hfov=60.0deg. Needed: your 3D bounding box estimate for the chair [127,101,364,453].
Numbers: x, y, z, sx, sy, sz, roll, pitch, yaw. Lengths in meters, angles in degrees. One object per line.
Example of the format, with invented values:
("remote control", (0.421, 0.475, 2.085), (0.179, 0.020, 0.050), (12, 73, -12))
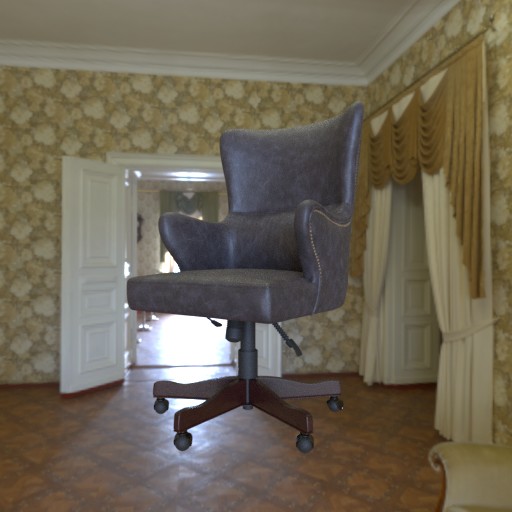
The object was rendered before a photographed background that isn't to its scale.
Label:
("chair", (0.000, 0.000, 1.449), (0.594, 1.037, 0.717), (0, -1, 36))
